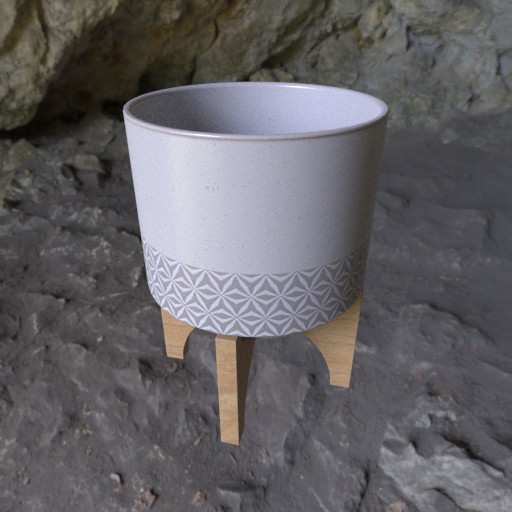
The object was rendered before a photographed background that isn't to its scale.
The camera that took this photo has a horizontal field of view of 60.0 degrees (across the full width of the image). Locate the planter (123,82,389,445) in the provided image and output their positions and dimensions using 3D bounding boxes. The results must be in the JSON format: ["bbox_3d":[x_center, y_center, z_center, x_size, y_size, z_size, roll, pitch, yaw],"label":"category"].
[{"bbox_3d":[0.000,0.000,0.388,0.188,0.260,0.188,0,30,0],"label":"planter"}]
